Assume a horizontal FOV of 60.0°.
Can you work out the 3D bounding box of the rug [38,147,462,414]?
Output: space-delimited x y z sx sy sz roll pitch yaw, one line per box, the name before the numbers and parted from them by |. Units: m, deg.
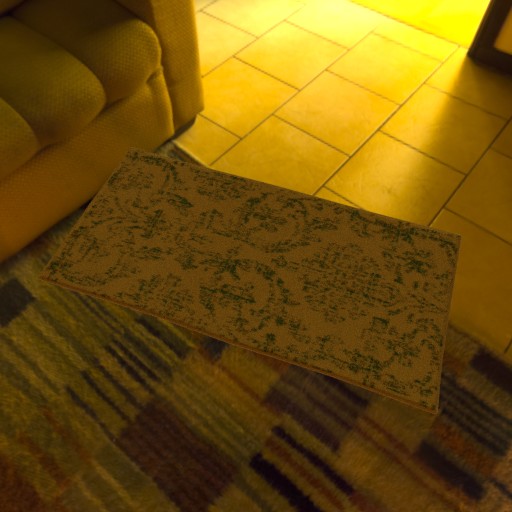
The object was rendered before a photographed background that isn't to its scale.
rug | 0.000 0.000 1.411 1.220 0.007 0.605 17 59 10
